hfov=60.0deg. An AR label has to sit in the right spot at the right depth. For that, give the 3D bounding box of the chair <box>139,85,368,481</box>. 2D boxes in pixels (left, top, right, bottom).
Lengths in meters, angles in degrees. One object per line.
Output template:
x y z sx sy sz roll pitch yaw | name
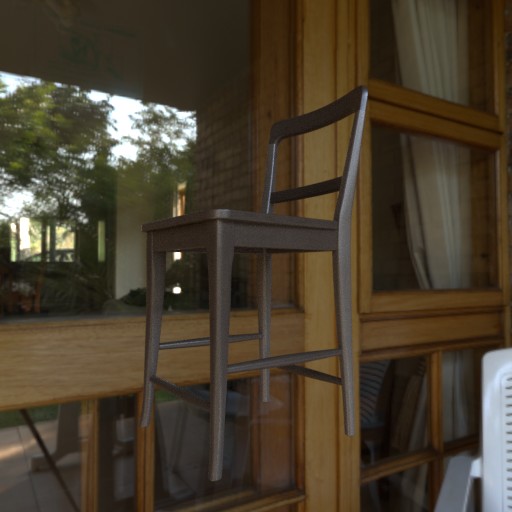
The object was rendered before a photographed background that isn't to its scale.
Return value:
0.000 0.000 1.291 0.546 0.991 0.450 1 -2 -36 | chair
